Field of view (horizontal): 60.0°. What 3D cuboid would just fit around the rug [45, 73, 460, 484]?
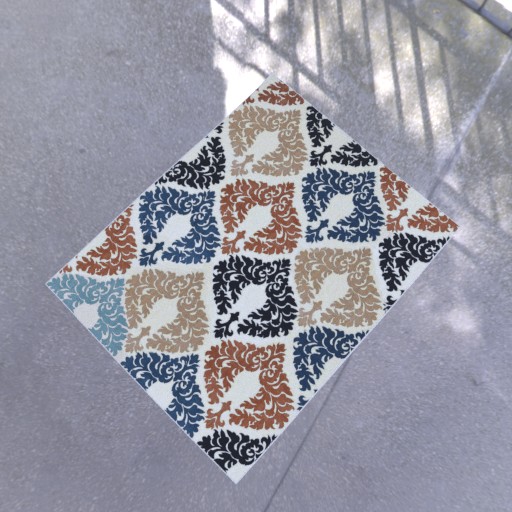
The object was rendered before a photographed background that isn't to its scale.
[{"bbox_3d":[0.000,0.000,4.083,2.423,0.014,3.040,43,80,9],"label":"rug"}]
